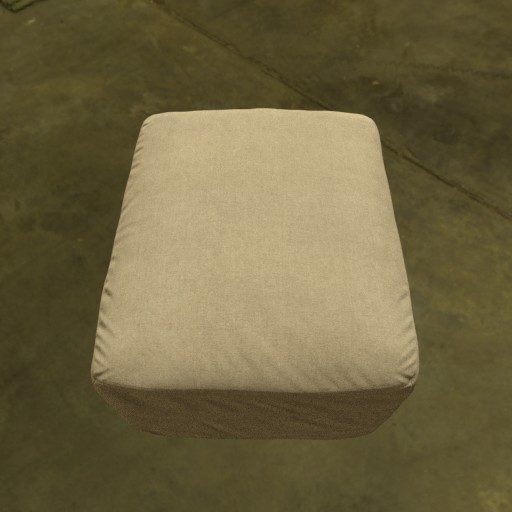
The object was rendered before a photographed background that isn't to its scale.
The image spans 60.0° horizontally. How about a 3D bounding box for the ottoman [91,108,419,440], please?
[{"bbox_3d":[0.000,0.000,1.186,0.683,0.481,0.837,1,57,0],"label":"ottoman"}]
